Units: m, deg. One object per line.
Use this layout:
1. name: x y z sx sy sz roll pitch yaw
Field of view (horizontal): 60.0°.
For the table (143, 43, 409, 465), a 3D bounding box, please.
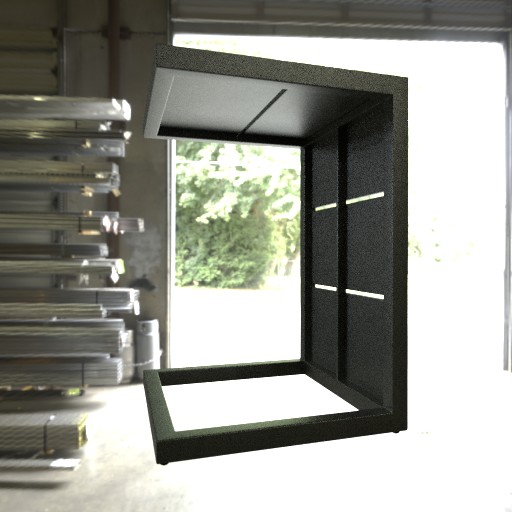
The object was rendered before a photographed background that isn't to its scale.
1. table: 0.000 0.000 0.886 0.420 0.609 0.405 0 0 -17
